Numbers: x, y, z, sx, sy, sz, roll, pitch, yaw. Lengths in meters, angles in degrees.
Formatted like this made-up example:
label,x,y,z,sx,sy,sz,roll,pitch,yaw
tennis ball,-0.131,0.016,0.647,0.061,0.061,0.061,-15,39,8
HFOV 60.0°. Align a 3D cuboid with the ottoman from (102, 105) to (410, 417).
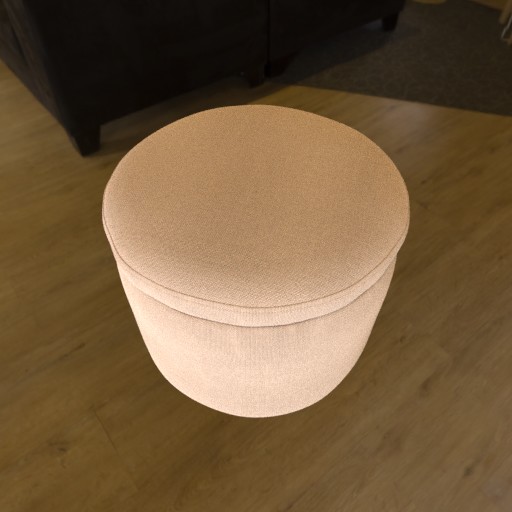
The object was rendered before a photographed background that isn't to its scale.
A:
label,x,y,z,sx,sy,sz,roll,pitch,yaw
ottoman,0.000,0.000,0.853,0.497,0.409,0.497,0,48,0
